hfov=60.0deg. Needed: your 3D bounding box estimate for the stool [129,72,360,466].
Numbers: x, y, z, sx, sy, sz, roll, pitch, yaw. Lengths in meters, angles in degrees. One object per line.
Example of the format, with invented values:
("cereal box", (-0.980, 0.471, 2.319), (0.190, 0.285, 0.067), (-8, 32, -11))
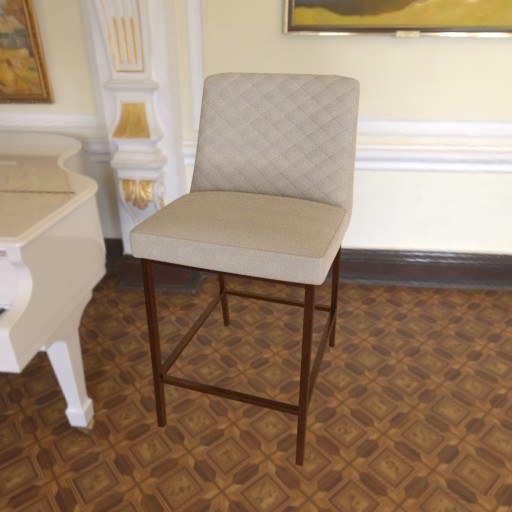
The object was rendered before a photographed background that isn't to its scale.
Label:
("stool", (0.000, 0.000, 1.317), (0.507, 0.973, 0.576), (8, 28, 16))
